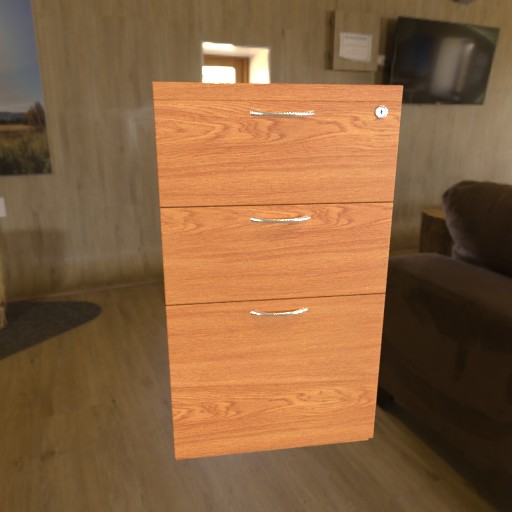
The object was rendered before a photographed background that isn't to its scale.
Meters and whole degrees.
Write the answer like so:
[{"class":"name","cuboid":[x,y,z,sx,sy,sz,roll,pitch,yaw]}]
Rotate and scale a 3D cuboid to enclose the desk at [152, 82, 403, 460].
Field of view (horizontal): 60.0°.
[{"class":"desk","cuboid":[0.000,0.000,1.075,0.404,0.730,0.600,-2,16,-8]}]
